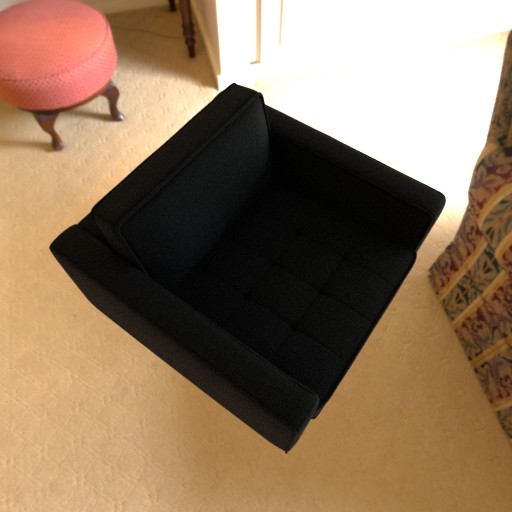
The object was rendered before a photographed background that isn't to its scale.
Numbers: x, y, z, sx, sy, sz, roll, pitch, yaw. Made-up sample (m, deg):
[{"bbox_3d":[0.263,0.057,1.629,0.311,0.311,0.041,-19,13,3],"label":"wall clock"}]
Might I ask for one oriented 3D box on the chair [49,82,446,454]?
[{"bbox_3d":[0.000,0.000,1.536,0.920,0.770,0.899,32,65,17],"label":"chair"}]
